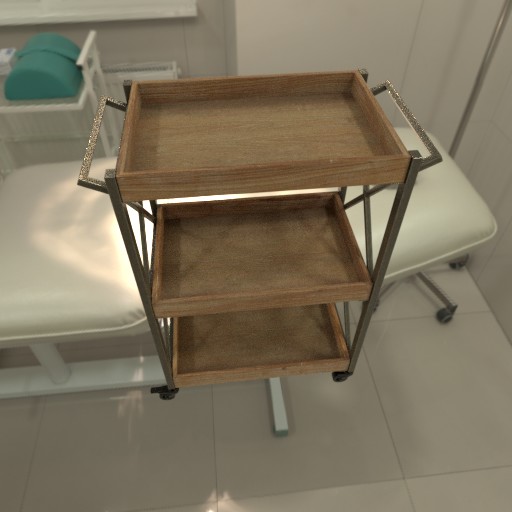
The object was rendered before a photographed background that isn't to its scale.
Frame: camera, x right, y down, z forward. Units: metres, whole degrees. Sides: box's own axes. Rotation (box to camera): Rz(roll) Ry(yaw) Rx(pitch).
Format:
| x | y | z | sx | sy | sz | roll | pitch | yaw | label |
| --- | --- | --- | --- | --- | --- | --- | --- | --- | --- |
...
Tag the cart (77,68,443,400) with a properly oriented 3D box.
| x | y | z | sx | sy | sz | roll | pitch | yaw | label |
| --- | --- | --- | --- | --- | --- | --- | --- | --- | --- |
| 0.000 | 0.000 | 1.200 | 0.673 | 0.835 | 0.377 | -5 | 47 | -4 | cart |
